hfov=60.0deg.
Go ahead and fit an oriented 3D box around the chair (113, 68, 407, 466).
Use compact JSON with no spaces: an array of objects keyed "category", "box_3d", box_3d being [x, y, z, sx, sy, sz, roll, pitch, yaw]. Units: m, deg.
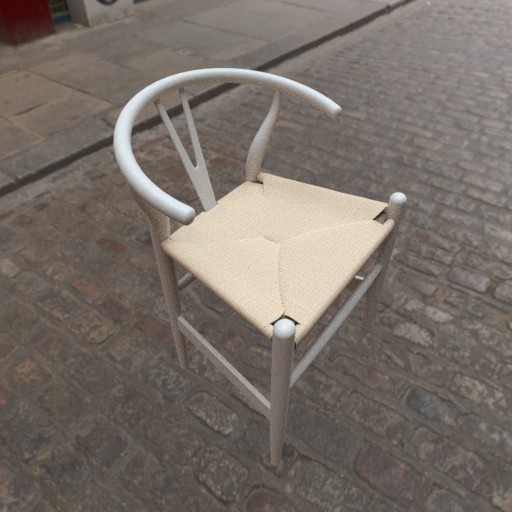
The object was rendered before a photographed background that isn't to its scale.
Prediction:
[{"category":"chair","box_3d":[0.000,0.000,1.061,0.500,0.736,0.533,26,48,26]}]
